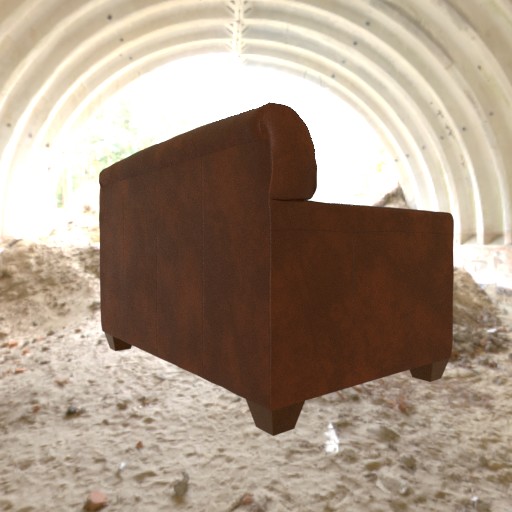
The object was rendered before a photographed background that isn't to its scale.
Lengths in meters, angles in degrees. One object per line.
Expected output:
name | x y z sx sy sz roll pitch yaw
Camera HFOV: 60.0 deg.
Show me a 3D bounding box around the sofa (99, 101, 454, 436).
sofa | 0.000 0.000 2.006 1.000 0.956 1.413 -1 2 -38
